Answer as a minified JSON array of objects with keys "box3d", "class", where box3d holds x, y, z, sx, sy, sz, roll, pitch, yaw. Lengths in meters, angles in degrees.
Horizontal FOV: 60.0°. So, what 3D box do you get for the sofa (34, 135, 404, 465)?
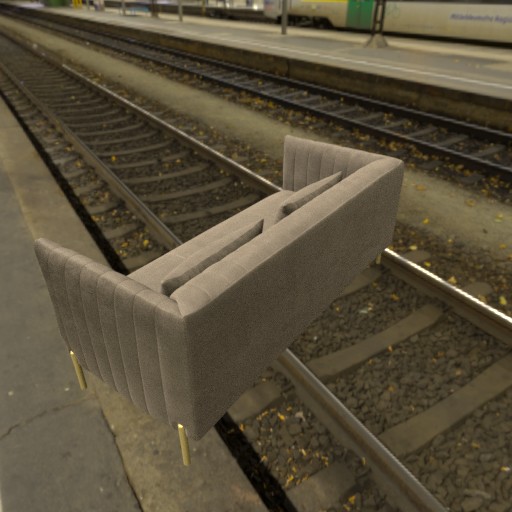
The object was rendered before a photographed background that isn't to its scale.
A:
[{"box3d":[0.000,0.000,2.434,0.876,0.780,1.980,21,37,31],"class":"sofa"}]
